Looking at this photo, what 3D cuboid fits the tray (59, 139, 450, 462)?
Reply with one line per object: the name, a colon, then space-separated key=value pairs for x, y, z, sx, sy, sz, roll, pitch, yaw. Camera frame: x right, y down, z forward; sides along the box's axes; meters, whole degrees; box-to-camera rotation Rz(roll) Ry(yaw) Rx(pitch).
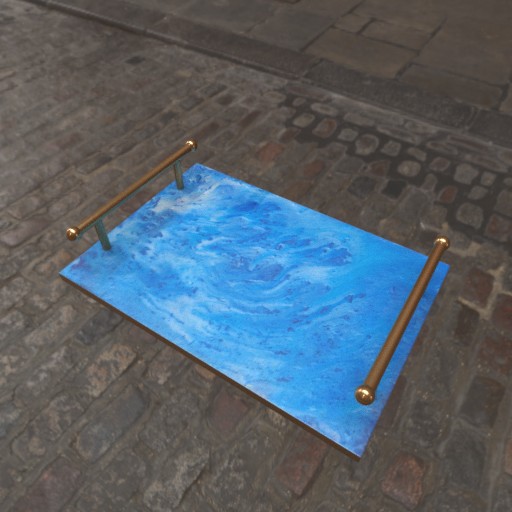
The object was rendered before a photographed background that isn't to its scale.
tray: x=0.000 y=0.000 z=0.587 sx=0.444 sy=0.084 sz=0.304 roll=25 pitch=52 yaw=22
